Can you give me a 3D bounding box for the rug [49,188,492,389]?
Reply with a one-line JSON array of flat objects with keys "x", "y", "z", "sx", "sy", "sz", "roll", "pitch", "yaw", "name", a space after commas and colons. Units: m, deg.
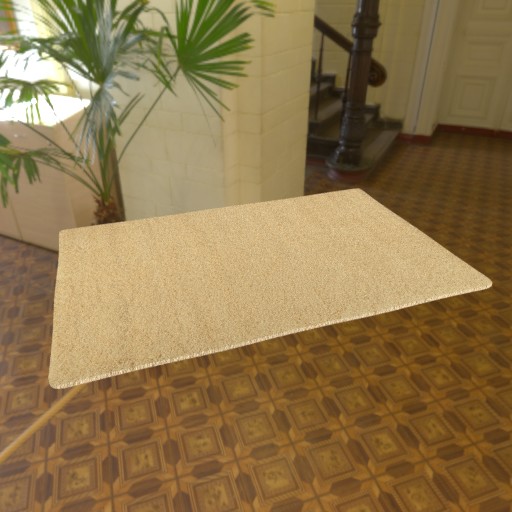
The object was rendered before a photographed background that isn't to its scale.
[{"x": 0.000, "y": 0.000, "z": 2.781, "sx": 2.349, "sy": 0.026, "sz": 1.500, "roll": -10, "pitch": 32, "yaw": -16, "name": "rug"}]
